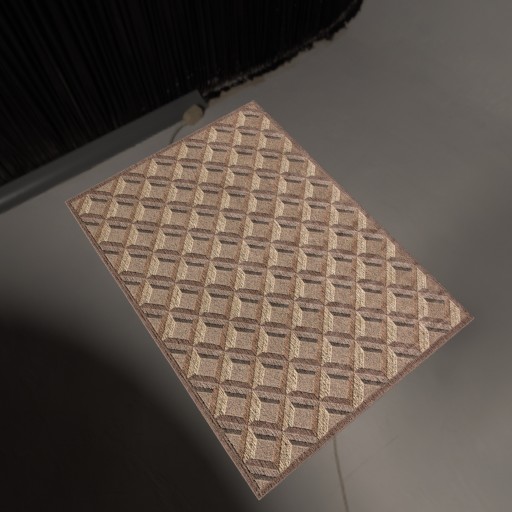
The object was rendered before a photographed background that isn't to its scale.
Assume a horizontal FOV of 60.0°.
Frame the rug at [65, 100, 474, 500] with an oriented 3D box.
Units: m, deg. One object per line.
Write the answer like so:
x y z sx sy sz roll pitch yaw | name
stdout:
0.000 0.000 4.198 2.382 0.018 3.294 -33 68 -16 | rug
